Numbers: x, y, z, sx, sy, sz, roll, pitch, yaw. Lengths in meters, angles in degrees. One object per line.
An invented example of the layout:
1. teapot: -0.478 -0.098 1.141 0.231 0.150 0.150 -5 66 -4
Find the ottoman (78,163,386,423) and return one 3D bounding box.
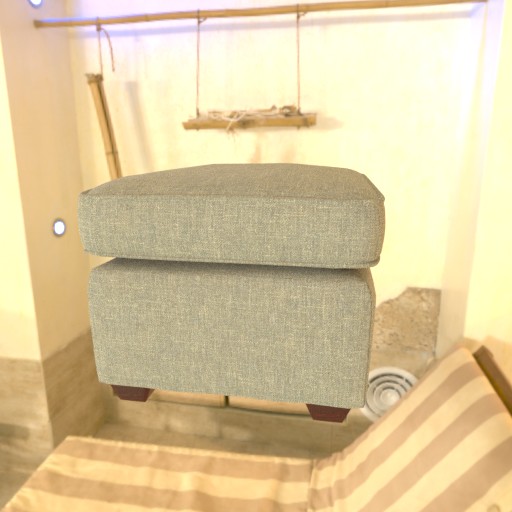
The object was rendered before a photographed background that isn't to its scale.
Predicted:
1. ottoman: 0.000 0.000 1.126 0.559 0.457 0.762 2 14 10
